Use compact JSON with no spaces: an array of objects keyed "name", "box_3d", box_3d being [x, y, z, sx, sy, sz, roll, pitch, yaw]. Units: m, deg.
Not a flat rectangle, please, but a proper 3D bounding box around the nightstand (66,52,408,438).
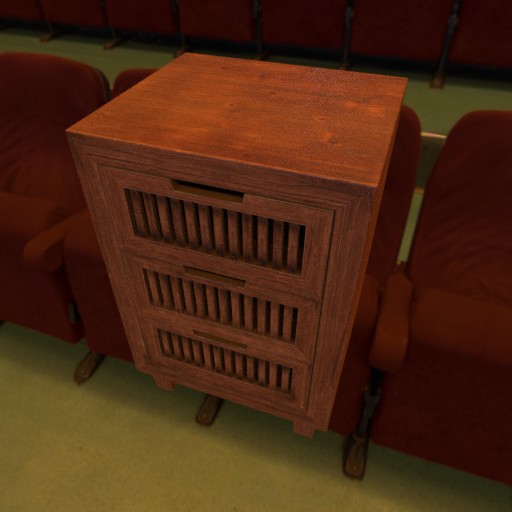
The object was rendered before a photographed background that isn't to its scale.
[{"name":"nightstand","box_3d":[0.000,0.000,0.978,0.465,0.695,0.410,13,43,15]}]
